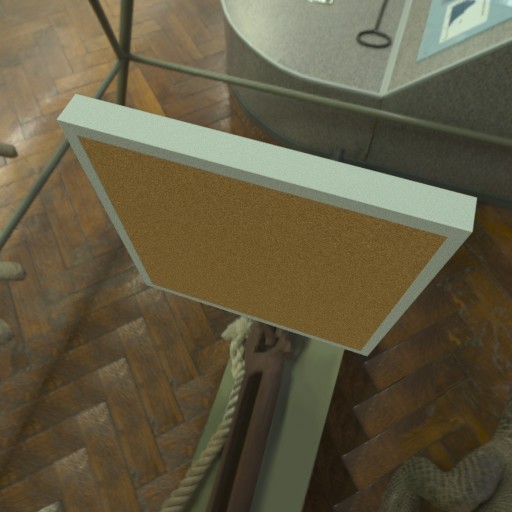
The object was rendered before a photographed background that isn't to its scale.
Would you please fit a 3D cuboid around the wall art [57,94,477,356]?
[{"bbox_3d":[0.000,0.000,0.599,0.406,0.406,0.038,17,64,9],"label":"wall art"}]
